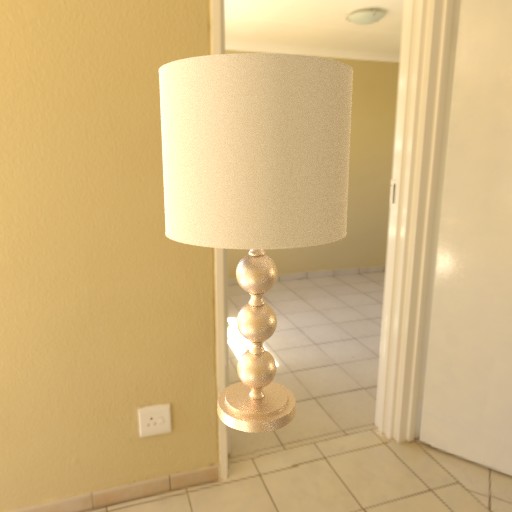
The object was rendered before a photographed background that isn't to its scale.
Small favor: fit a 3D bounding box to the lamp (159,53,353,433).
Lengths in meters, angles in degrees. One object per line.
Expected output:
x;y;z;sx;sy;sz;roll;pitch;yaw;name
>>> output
0.000;0.000;0.699;0.277;0.538;0.277;-7;15;-27;lamp
